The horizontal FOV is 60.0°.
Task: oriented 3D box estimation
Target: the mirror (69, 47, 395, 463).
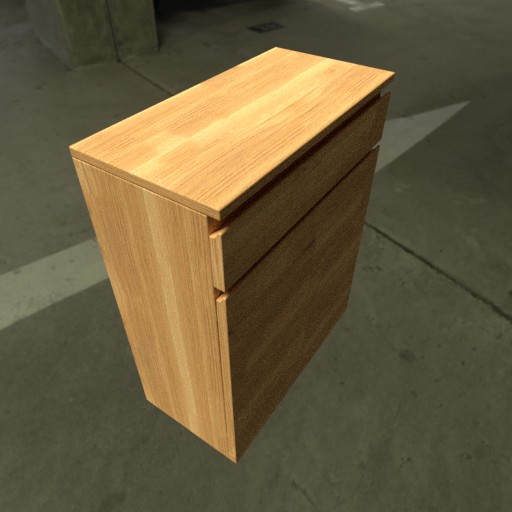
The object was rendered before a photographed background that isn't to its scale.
[{"bbox_3d":[0.000,0.000,1.419,0.400,1.000,0.800,25,47,25],"label":"mirror"}]
